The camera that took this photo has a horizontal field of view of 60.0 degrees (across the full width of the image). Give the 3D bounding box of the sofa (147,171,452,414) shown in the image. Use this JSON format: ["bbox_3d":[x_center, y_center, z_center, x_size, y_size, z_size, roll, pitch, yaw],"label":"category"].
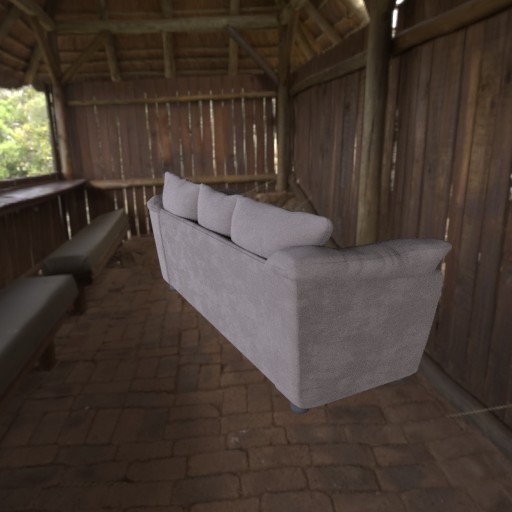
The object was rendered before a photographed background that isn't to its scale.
[{"bbox_3d":[0.000,0.000,2.935,0.893,0.981,2.377,-8,17,-27],"label":"sofa"}]
